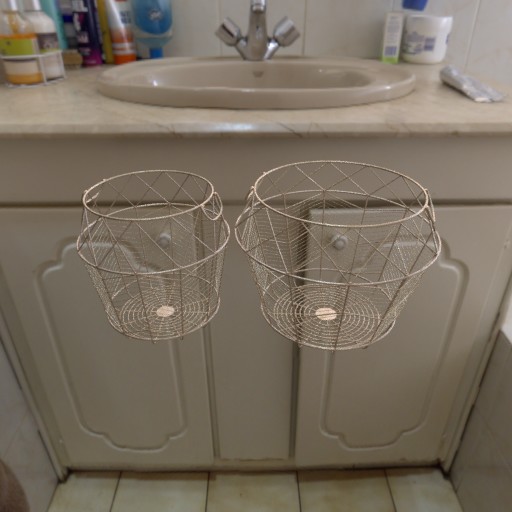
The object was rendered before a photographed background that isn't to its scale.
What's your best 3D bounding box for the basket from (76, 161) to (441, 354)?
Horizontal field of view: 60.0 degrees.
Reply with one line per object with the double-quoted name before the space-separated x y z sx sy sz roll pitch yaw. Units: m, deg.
"basket" 0.000 0.000 1.039 0.805 0.343 0.451 1 31 1
